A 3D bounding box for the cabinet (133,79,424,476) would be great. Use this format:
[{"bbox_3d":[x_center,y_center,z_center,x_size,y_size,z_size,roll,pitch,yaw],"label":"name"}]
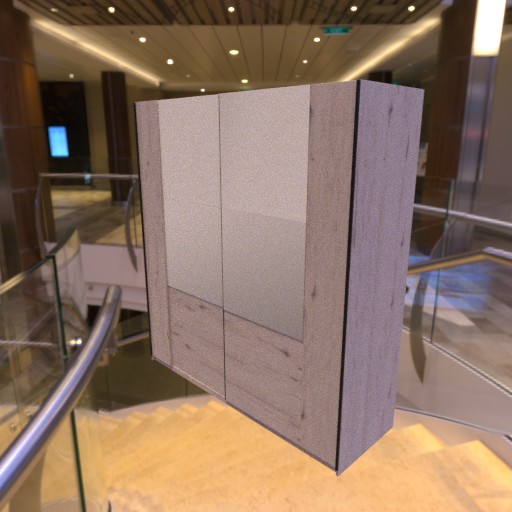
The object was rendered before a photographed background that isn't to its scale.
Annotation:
[{"bbox_3d":[0.000,0.000,3.217,0.660,2.180,2.000,-15,21,-43],"label":"cabinet"}]
